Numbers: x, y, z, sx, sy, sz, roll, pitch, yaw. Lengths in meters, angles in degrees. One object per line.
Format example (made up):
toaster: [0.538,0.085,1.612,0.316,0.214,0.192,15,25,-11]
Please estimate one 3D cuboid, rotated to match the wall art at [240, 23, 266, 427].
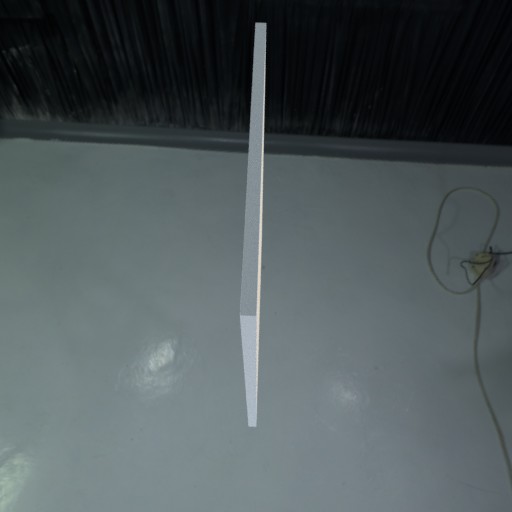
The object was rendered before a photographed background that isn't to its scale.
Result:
wall art: [0.000,0.000,0.632,0.013,0.456,0.382,2,59,1]
